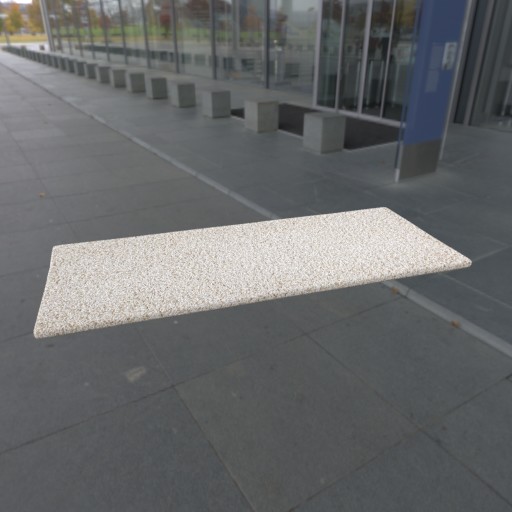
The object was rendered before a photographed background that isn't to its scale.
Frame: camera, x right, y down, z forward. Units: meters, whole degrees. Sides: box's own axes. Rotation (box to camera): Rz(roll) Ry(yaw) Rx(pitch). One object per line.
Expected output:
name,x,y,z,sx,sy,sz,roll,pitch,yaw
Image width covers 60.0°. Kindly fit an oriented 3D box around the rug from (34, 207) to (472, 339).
rug,0.000,0.000,1.729,1.524,0.030,0.609,-8,28,-15
